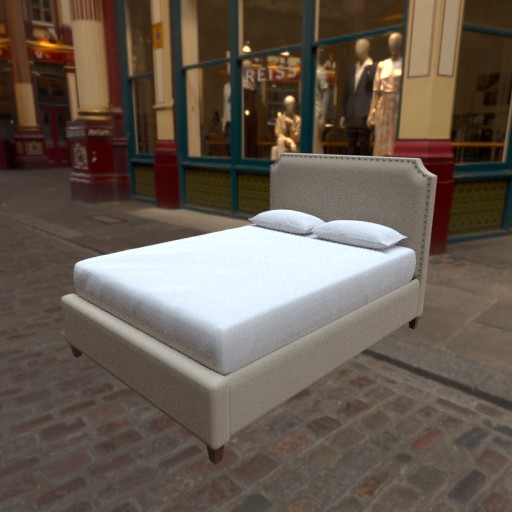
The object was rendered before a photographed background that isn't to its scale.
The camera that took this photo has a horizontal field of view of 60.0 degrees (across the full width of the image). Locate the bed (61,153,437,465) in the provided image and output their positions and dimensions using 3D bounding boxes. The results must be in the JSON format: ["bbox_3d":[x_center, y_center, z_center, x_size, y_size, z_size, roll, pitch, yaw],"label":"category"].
[{"bbox_3d":[0.000,0.000,3.370,1.703,1.415,2.329,15,21,42],"label":"bed"}]
